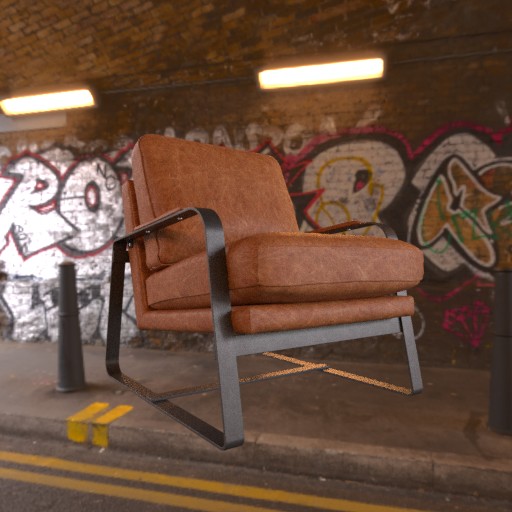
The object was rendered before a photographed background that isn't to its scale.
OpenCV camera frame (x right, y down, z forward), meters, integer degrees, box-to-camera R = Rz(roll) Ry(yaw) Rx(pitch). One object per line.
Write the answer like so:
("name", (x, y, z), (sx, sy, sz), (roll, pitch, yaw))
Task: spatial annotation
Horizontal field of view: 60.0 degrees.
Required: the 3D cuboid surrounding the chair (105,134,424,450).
("chair", (0.000, 0.000, 1.330), (0.651, 0.777, 0.801), (1, -1, -36))
